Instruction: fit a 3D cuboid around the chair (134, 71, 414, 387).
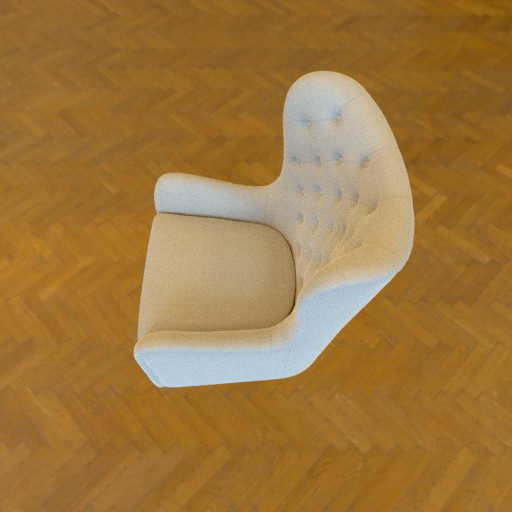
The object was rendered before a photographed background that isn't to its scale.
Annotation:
[{"bbox_3d":[0.000,0.000,1.737,0.929,1.079,0.831,-1,58,0],"label":"chair"}]
